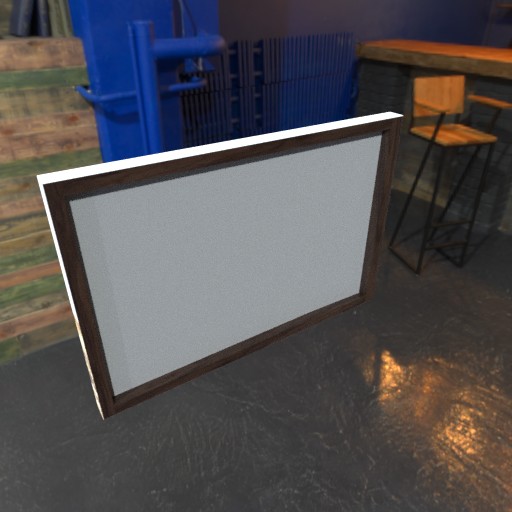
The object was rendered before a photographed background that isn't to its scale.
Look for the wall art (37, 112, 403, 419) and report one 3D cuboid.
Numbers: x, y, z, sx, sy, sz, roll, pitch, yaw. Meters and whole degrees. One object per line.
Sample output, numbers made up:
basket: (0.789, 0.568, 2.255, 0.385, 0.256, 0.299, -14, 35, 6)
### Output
wall art: (0.000, 0.000, 1.153, 0.914, 0.610, 0.050, -18, 35, -28)
